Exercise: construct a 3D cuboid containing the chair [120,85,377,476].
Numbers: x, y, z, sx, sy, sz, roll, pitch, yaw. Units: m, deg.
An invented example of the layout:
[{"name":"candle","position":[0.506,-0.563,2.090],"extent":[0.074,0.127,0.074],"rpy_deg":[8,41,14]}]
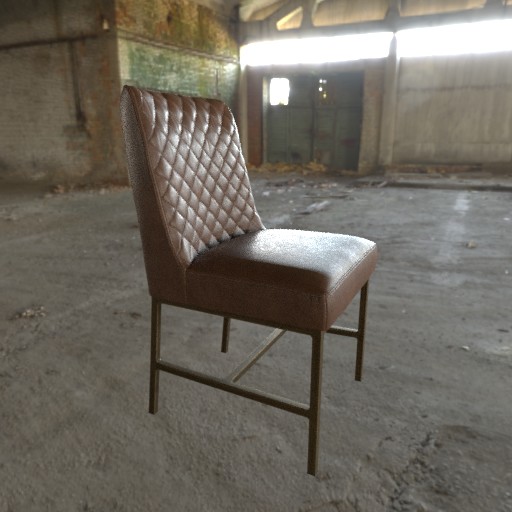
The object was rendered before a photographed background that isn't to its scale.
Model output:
[{"name":"chair","position":[0.000,0.000,1.243],"extent":[0.587,0.889,0.508],"rpy_deg":[7,17,25]}]
